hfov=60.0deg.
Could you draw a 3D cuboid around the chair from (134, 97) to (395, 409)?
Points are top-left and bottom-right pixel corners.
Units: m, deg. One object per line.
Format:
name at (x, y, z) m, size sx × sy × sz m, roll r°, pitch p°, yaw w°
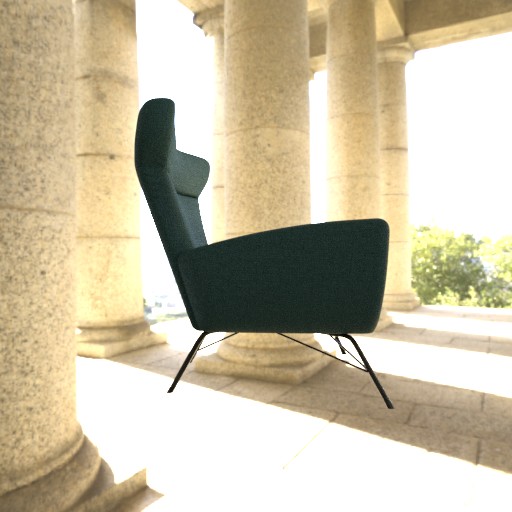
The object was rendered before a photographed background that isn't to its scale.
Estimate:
chair at (0.000, 0.000, 1.817) m, size 0.900 × 0.980 × 1.050 m, roll 0°, pitch 1°, yaw 0°
